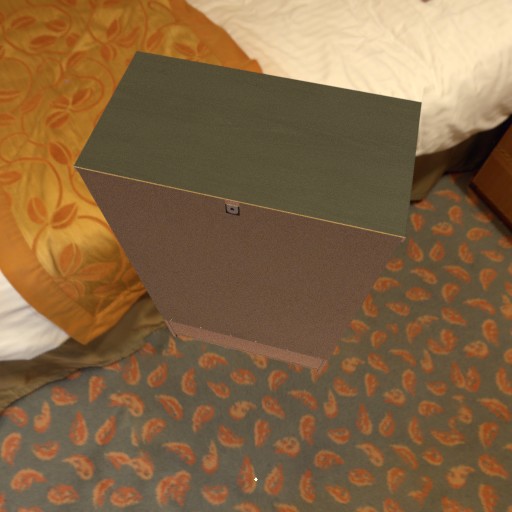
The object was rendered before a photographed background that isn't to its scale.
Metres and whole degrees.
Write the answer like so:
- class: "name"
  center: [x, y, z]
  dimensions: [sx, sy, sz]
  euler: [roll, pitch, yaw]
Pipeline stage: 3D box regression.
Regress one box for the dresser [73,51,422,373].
- class: "dresser"
  center: [0.000, 0.000, 1.550]
  dimensions: [0.704, 1.255, 0.399]
  euler: [13, 64, 6]
